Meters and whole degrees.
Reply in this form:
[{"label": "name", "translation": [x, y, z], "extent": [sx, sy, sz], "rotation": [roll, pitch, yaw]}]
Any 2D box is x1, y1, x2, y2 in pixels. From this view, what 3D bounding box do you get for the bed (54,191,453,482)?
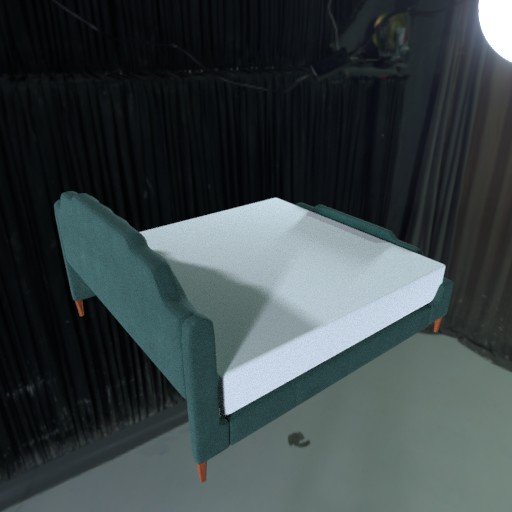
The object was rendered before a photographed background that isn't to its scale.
[{"label": "bed", "translation": [0.000, 0.000, 3.456], "extent": [2.340, 1.245, 2.074], "rotation": [-19, 32, -33]}]
